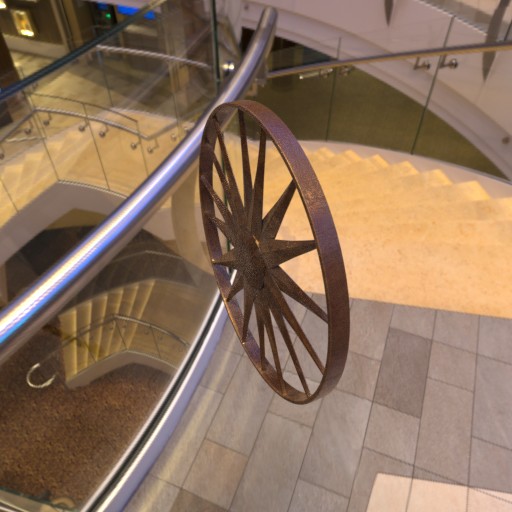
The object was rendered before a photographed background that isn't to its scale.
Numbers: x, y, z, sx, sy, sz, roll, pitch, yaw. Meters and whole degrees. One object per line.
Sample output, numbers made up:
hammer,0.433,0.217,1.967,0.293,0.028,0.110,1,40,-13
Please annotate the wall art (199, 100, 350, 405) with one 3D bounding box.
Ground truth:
wall art,0.000,0.000,0.875,0.084,0.583,0.582,-19,50,-16
